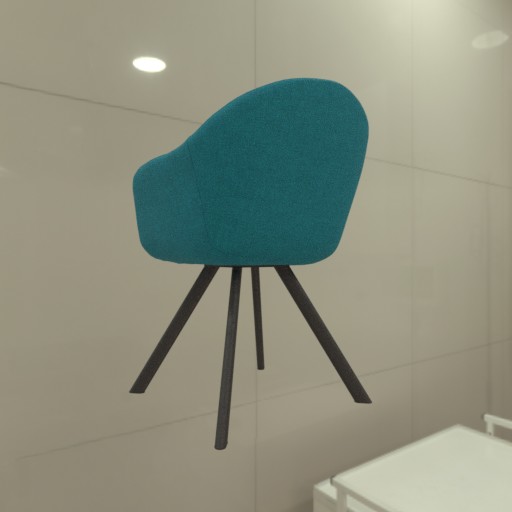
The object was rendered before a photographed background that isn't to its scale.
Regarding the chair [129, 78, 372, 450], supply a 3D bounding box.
[{"bbox_3d":[0.000,0.000,1.188,0.545,0.775,0.565,0,0,-37],"label":"chair"}]
